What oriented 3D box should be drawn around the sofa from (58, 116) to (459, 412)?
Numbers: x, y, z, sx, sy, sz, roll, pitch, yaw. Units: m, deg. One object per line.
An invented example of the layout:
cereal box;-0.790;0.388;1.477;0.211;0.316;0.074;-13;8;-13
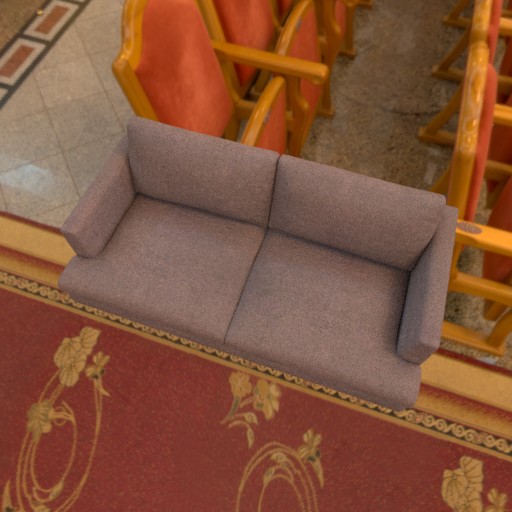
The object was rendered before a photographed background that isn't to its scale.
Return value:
sofa;0.000;0.000;2.451;1.948;0.868;1.020;17;61;10
